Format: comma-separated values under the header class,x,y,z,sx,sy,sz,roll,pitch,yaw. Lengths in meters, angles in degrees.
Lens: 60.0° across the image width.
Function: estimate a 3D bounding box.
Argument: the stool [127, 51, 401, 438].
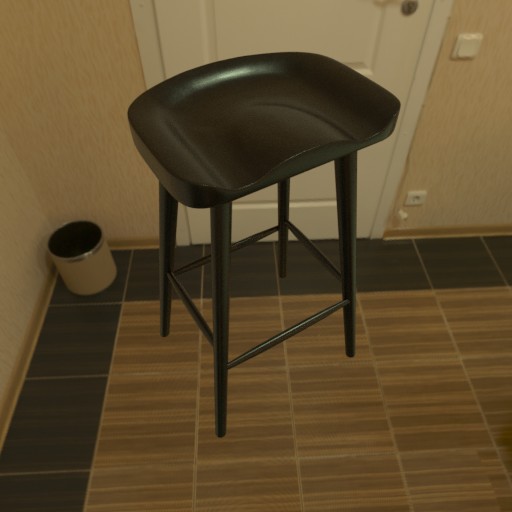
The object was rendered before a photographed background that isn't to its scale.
class,x,y,z,sx,sy,sz,roll,pitch,yaw
stool,0.000,0.000,0.985,0.440,0.749,0.361,-25,53,-21
